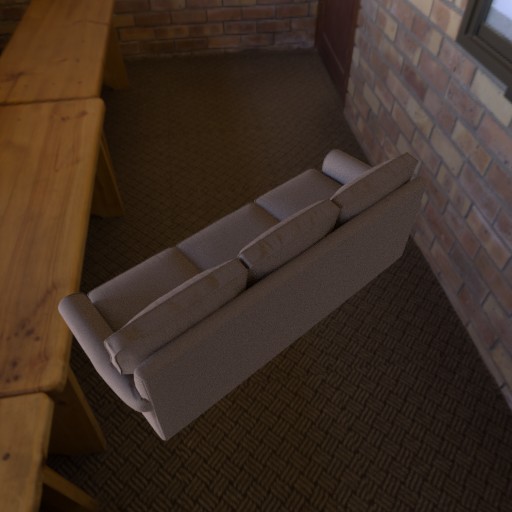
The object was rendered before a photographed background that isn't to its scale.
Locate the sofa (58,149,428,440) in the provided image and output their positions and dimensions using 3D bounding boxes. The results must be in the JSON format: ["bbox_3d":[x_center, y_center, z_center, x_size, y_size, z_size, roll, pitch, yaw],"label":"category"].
[{"bbox_3d":[0.000,0.000,2.889,2.353,0.948,0.966,-32,55,-27],"label":"sofa"}]
